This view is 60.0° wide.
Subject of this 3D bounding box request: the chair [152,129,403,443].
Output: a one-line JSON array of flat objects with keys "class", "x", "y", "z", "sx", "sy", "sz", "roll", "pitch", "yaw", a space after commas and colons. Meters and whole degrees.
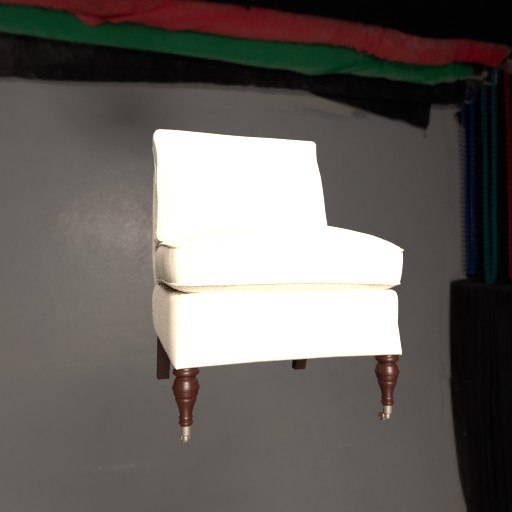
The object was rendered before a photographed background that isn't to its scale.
[{"class": "chair", "x": 0.000, "y": 0.000, "z": 1.419, "sx": 0.630, "sy": 0.887, "sz": 0.781, "roll": 0, "pitch": -1, "yaw": -16}]
